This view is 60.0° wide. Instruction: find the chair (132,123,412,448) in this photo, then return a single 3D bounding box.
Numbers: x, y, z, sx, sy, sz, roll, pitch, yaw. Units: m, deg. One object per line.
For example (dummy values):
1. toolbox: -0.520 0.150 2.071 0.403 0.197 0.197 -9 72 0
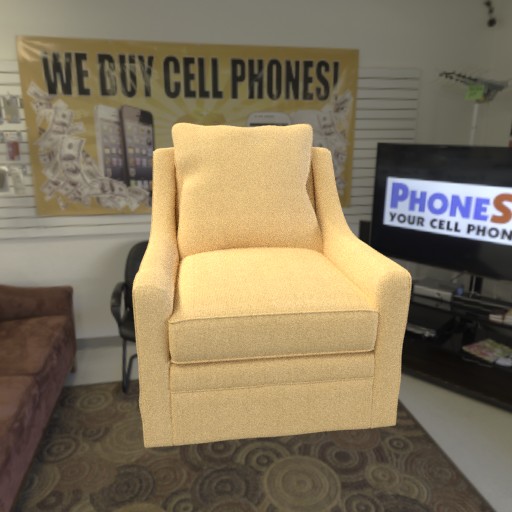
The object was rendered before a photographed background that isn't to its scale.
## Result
1. chair: 0.000 0.000 1.590 0.760 0.927 0.876 -2 16 -7
